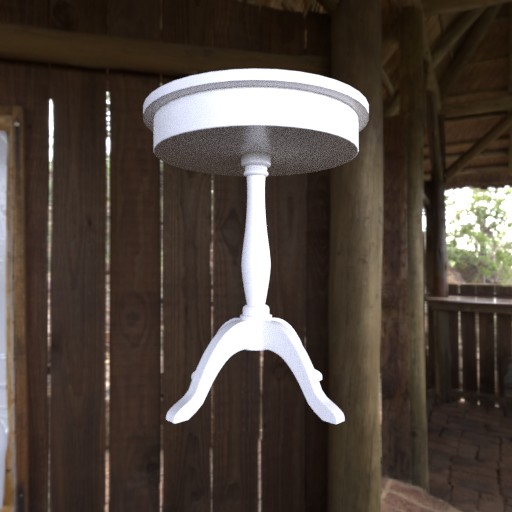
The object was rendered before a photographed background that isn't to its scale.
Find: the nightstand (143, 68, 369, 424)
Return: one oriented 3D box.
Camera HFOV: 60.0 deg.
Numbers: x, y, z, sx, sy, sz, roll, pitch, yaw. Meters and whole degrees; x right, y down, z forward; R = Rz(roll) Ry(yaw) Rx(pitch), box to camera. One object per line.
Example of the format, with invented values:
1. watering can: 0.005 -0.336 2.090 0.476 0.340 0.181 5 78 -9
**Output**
1. nightstand: 0.000 0.000 1.031 0.513 0.653 0.513 1 -1 -35
